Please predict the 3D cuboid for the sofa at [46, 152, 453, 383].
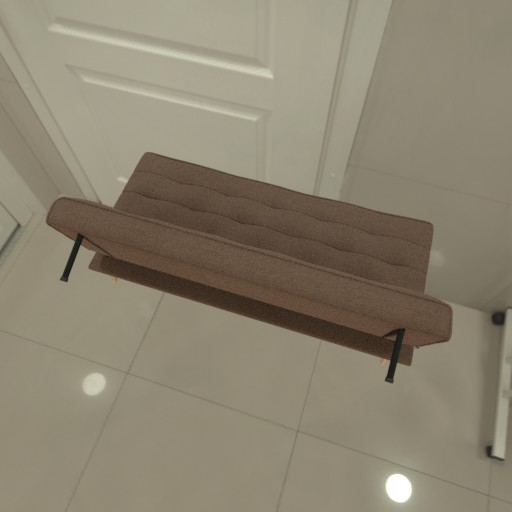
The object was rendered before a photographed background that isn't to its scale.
[{"bbox_3d":[0.000,0.000,2.330,1.820,0.810,1.038,16,63,8],"label":"sofa"}]
